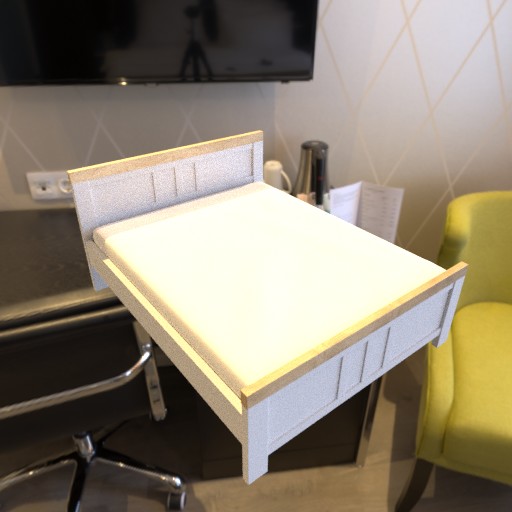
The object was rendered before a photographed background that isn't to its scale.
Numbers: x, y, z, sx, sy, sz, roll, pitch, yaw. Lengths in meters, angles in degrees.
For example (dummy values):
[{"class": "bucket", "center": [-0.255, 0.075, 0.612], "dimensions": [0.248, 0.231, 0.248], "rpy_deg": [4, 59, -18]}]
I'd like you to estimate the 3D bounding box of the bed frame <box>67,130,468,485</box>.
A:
[{"class": "bed frame", "center": [0.000, 0.000, 3.002], "dimensions": [1.670, 0.980, 2.050], "rpy_deg": [-22, 37, -31]}]
